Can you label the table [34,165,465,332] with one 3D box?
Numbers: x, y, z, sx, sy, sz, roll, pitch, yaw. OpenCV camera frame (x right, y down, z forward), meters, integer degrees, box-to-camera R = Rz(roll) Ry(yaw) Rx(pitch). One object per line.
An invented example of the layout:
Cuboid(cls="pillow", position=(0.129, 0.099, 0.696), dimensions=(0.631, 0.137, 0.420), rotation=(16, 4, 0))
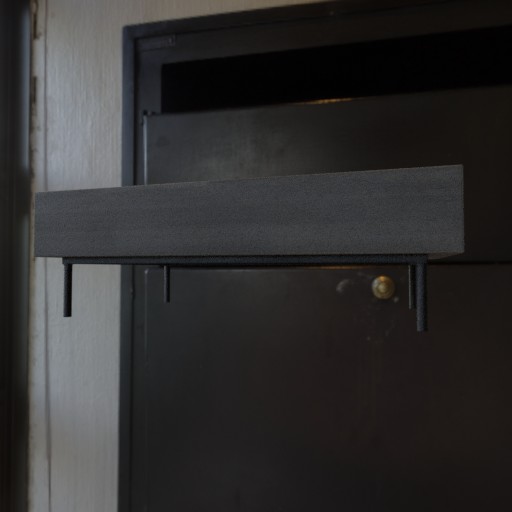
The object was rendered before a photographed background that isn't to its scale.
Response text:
Cuboid(cls="table", position=(0.000, 0.000, 1.367), dimensions=(1.088, 0.347, 0.643), rotation=(-1, -2, 17))
